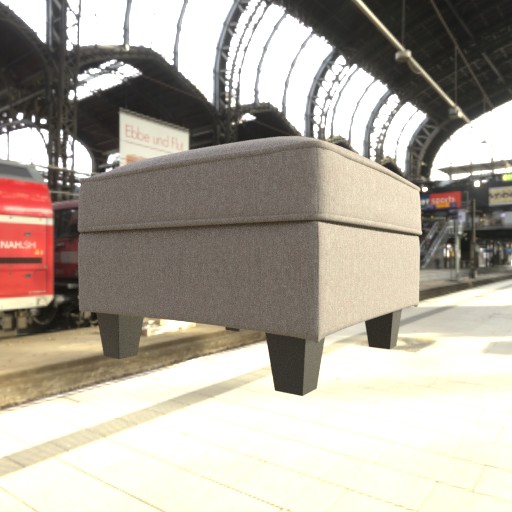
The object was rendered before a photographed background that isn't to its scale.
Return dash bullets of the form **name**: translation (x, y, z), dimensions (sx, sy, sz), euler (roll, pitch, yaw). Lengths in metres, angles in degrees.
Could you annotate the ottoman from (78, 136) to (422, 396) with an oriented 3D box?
- **ottoman**: translation (0.000, 0.000, 1.432), dimensions (0.871, 0.612, 0.808), euler (0, 0, 35)
